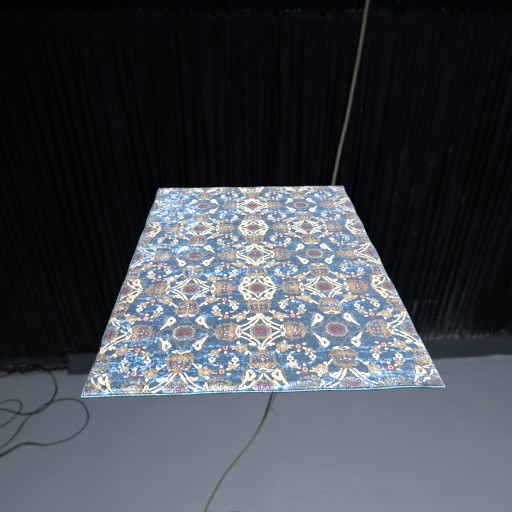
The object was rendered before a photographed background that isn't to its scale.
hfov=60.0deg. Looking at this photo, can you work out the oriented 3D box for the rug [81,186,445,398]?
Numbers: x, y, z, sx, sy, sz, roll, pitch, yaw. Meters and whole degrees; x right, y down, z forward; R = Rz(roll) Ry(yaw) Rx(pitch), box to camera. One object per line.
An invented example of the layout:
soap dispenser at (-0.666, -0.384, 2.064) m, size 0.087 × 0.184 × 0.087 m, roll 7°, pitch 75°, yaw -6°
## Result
rug at (0.000, 0.000, 2.834) m, size 1.567 × 0.014 × 2.207 m, roll -1°, pitch 32°, yaw -2°
